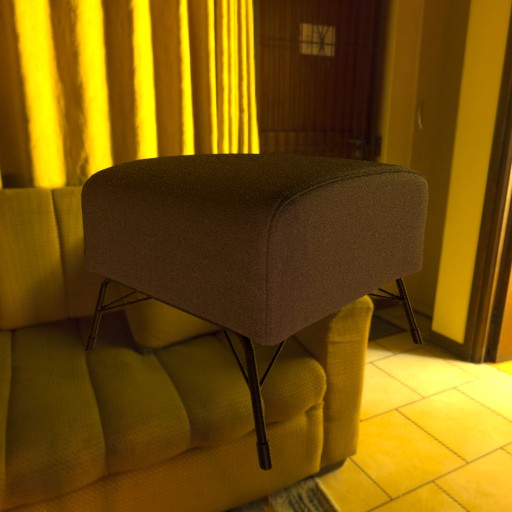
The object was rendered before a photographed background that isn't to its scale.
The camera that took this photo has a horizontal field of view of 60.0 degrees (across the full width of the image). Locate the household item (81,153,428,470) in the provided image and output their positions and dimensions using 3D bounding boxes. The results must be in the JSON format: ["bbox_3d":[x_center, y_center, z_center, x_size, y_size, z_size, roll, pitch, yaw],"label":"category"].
[{"bbox_3d":[0.000,0.000,0.918,0.530,0.410,0.530,14,21,41],"label":"household item"}]
